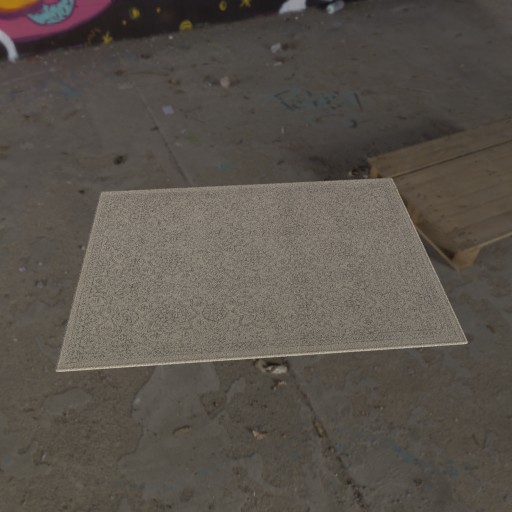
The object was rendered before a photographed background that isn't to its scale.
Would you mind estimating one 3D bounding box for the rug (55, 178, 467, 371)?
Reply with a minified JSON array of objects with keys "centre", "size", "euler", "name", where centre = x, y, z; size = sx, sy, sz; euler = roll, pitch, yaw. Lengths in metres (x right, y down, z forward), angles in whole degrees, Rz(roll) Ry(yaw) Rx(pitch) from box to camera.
[{"centre":[0.000,0.000,2.366],"size":[1.829,0.010,1.219],"euler":[-3,47,-3],"name":"rug"}]
